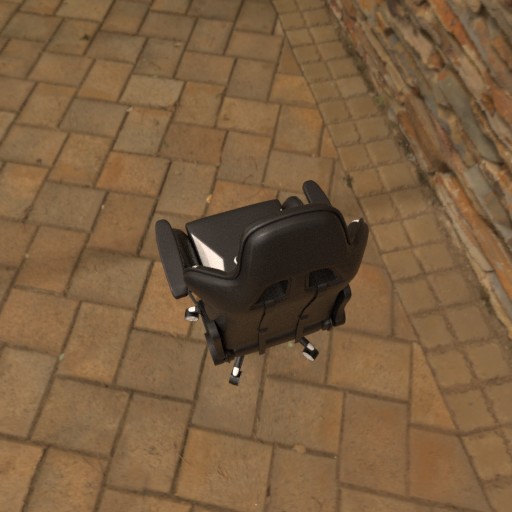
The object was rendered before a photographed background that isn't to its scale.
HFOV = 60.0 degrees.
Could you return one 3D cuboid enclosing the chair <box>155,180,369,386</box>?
[{"bbox_3d":[0.000,0.000,1.706,0.730,1.285,0.695,-16,62,-9],"label":"chair"}]
